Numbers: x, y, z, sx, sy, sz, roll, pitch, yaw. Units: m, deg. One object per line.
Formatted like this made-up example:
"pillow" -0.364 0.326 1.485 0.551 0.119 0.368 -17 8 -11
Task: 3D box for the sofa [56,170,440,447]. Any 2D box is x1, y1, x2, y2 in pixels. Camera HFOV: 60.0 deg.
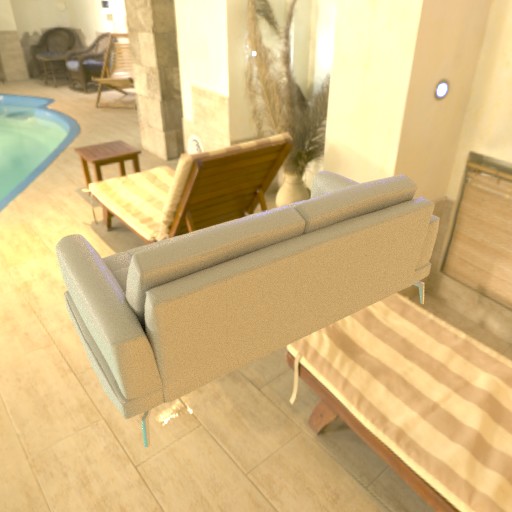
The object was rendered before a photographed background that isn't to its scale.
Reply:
"sofa" 0.000 0.000 2.741 2.177 0.930 1.121 -19 36 -29
